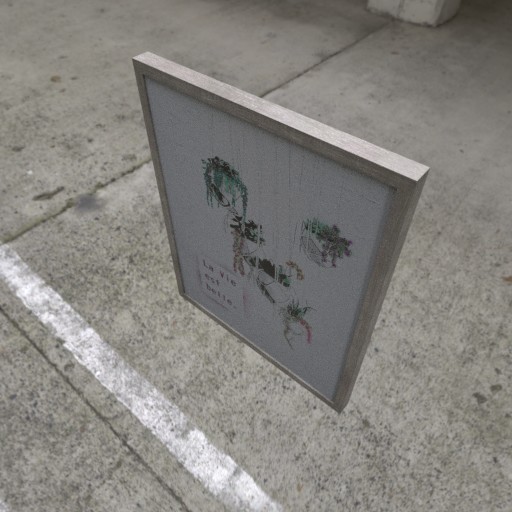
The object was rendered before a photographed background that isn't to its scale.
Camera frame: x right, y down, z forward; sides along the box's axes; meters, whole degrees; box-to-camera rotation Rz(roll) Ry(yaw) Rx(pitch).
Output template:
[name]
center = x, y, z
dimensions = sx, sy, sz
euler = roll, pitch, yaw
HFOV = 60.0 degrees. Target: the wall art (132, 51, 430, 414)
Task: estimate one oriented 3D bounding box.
[wall art]
center = 0.000, 0.000, 0.709
dimensions = 0.421, 0.521, 0.032
euler = 31, 54, 26
